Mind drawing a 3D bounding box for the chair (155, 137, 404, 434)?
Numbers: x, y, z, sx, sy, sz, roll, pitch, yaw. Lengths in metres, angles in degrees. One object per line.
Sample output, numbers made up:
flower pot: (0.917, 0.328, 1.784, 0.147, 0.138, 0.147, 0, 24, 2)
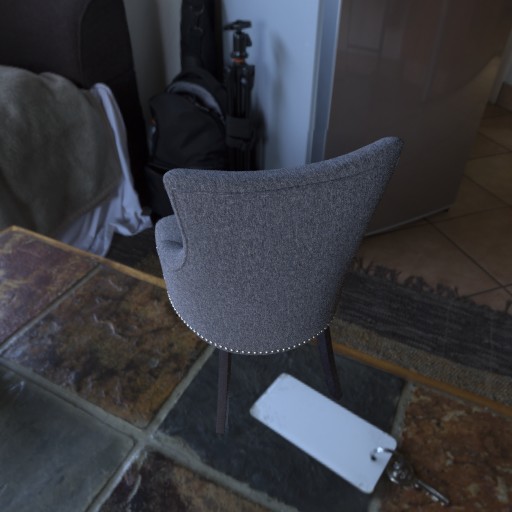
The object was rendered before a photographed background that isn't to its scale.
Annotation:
chair: (0.000, 0.000, 1.340, 0.566, 0.909, 0.629, -11, 42, -13)
